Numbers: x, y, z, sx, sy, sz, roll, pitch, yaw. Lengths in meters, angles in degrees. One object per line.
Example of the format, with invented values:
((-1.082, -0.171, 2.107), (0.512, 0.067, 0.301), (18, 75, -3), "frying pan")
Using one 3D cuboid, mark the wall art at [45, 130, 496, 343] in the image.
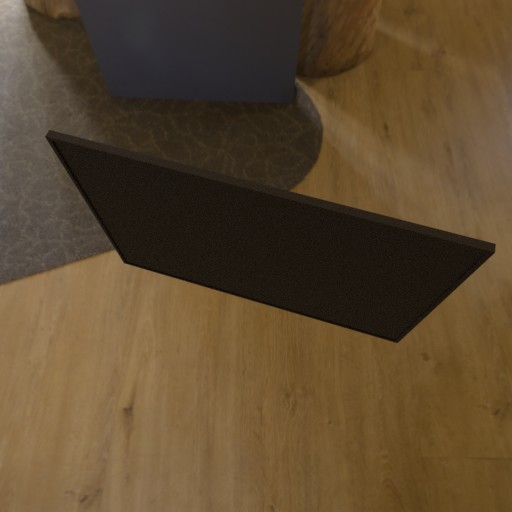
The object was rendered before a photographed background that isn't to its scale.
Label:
((0.000, 0.000, 1.489), (1.190, 0.805, 0.028), (16, 65, 8), "wall art")
